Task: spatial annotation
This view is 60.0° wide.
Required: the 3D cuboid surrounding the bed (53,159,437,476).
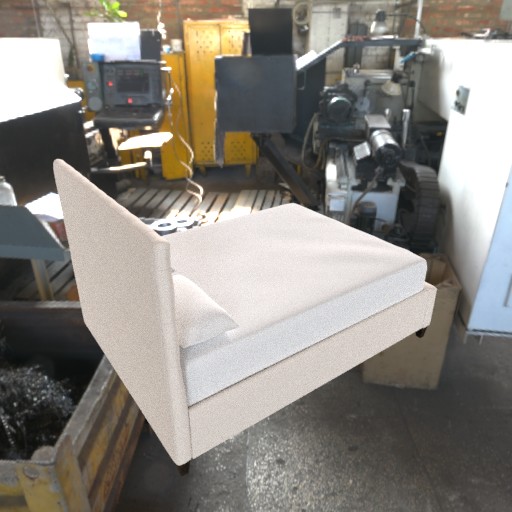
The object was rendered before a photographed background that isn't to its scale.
[{"bbox_3d":[0.000,0.000,3.286,2.233,1.426,1.696,-18,32,-31],"label":"bed"}]
